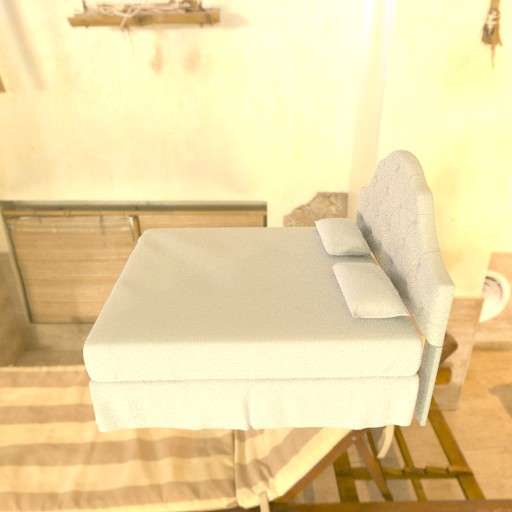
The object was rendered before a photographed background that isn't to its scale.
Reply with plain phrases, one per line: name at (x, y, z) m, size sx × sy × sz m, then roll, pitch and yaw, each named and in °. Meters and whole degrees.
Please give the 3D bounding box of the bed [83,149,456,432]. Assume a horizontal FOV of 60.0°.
bed at (0.000, 0.000, 3.469) m, size 2.214 × 1.615 × 2.008 m, roll -1°, pitch 25°, yaw -1°
